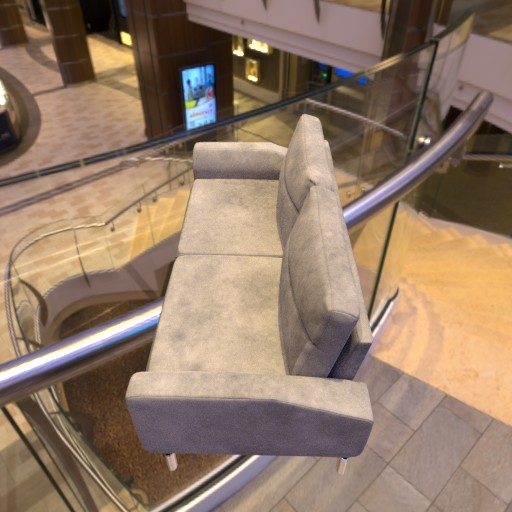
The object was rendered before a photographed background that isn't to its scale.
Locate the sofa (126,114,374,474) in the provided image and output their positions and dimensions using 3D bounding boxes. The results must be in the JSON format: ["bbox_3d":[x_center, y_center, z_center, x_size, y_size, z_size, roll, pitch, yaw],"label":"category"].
[{"bbox_3d":[0.000,0.000,2.231,0.849,0.859,1.837,1,40,1],"label":"sofa"}]
